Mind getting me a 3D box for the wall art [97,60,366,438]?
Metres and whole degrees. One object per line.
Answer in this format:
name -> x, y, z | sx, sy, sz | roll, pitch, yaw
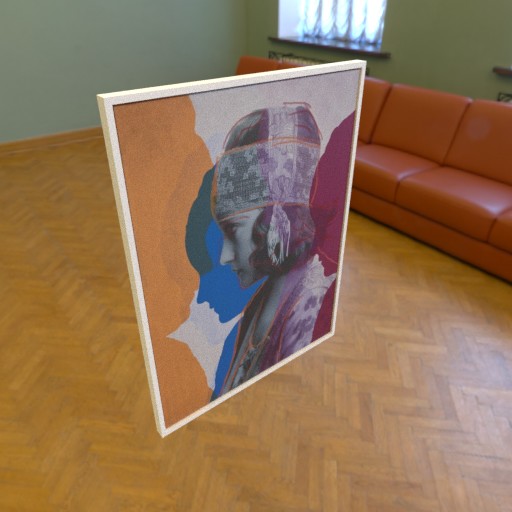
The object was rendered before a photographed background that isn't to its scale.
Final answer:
wall art -> 0.000, 0.000, 1.370 | 0.795, 1.050, 0.039 | -22, 38, -32
